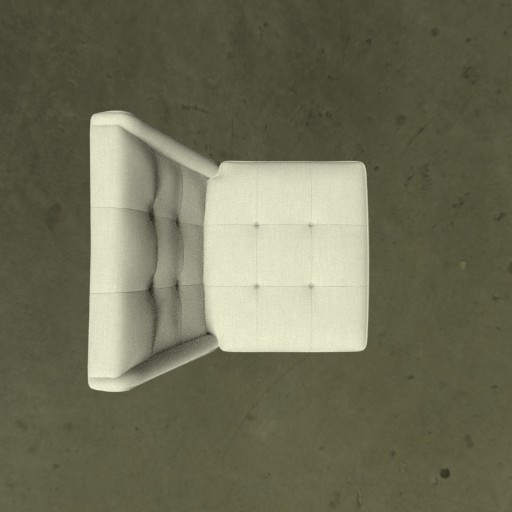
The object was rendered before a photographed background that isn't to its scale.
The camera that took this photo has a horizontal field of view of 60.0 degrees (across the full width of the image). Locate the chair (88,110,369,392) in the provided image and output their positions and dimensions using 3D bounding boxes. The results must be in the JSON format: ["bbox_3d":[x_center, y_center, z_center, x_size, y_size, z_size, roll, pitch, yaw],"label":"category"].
[{"bbox_3d":[0.000,0.000,1.290,0.676,0.853,0.569,0,89,-1],"label":"chair"}]
